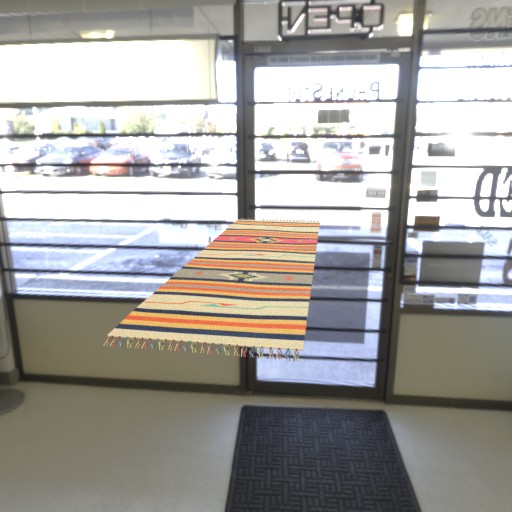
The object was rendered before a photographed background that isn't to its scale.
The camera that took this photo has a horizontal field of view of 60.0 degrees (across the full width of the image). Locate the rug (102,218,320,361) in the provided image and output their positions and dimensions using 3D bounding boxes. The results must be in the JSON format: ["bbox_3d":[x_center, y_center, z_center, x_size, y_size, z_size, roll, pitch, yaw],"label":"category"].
[{"bbox_3d":[0.000,0.000,2.609,0.695,0.017,2.455,2,15,9],"label":"rug"}]
